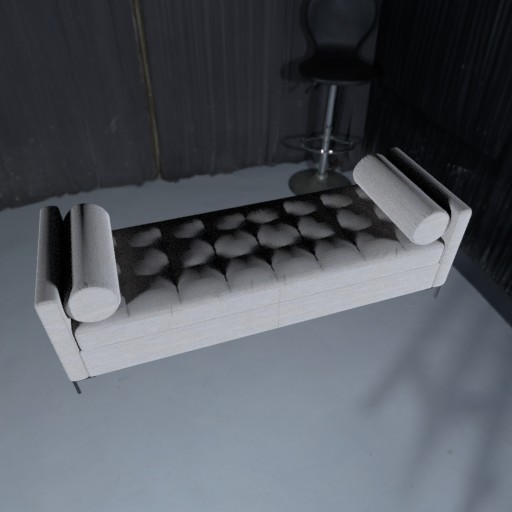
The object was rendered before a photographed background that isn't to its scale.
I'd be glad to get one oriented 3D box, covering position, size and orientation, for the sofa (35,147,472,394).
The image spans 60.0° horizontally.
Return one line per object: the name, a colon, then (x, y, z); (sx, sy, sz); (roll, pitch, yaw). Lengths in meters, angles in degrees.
sofa: (0.000, 0.000, 2.331); (1.981, 0.635, 0.686); (-12, 43, -14)
